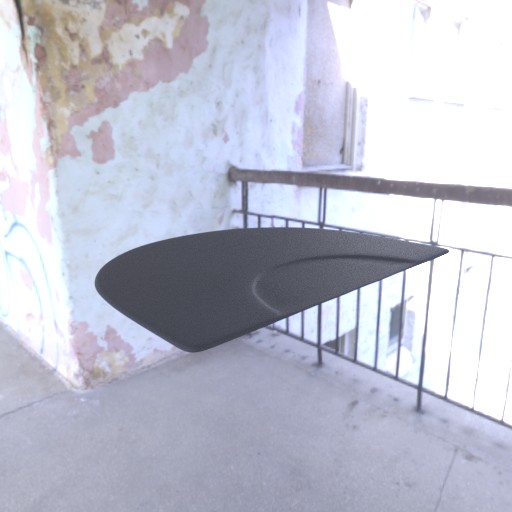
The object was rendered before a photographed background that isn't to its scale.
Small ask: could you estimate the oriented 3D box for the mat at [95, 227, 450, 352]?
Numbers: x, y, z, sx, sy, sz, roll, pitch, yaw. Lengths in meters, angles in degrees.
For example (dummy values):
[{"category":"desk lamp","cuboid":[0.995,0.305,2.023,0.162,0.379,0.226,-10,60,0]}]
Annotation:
[{"category":"mat","cuboid":[0.000,0.000,1.618,1.220,0.016,0.917,-14,21,-41]}]
